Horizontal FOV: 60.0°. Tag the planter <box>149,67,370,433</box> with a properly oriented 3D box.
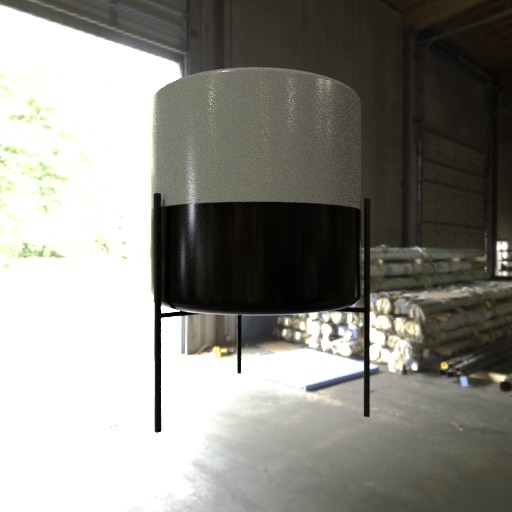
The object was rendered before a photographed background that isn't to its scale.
[{"bbox_3d":[0.000,0.000,0.645,0.310,0.432,0.310,0,1,34],"label":"planter"}]
